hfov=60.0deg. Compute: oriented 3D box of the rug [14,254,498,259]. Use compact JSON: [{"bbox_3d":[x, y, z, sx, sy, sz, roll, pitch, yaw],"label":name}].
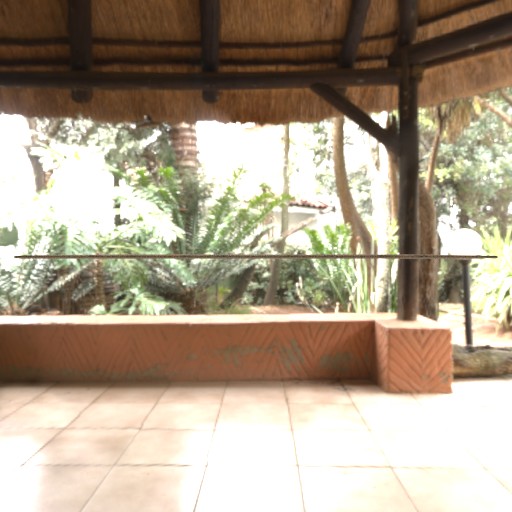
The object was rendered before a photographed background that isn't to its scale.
[{"bbox_3d":[0.000,0.000,2.913,2.365,0.017,1.521,0,0,0],"label":"rug"}]
